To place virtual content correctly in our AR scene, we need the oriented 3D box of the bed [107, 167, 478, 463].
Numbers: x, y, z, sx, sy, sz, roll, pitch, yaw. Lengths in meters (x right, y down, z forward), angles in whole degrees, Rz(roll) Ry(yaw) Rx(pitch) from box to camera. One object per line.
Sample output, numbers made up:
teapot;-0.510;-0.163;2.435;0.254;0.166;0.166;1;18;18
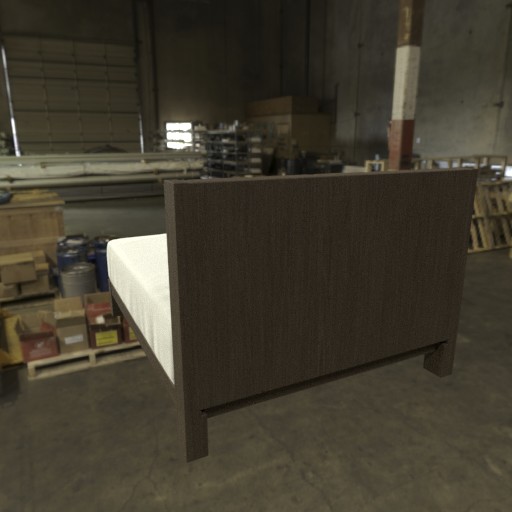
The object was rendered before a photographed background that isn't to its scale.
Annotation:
bed;0.000;0.000;3.081;1.735;1.261;1.992;-8;17;-26
